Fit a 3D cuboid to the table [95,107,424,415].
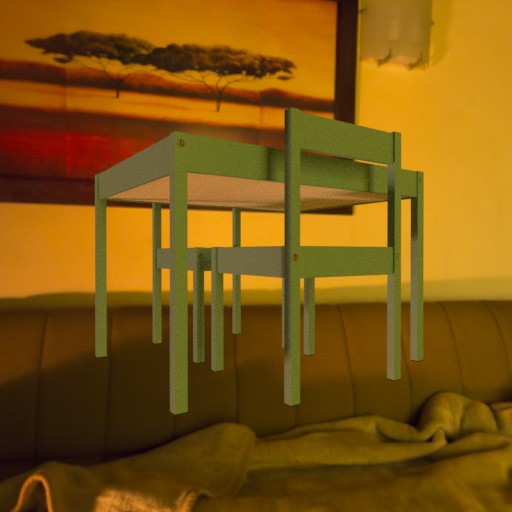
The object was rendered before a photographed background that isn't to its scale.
[{"bbox_3d":[0.000,0.000,1.081,0.639,0.503,0.633,0,1,-34],"label":"table"}]
